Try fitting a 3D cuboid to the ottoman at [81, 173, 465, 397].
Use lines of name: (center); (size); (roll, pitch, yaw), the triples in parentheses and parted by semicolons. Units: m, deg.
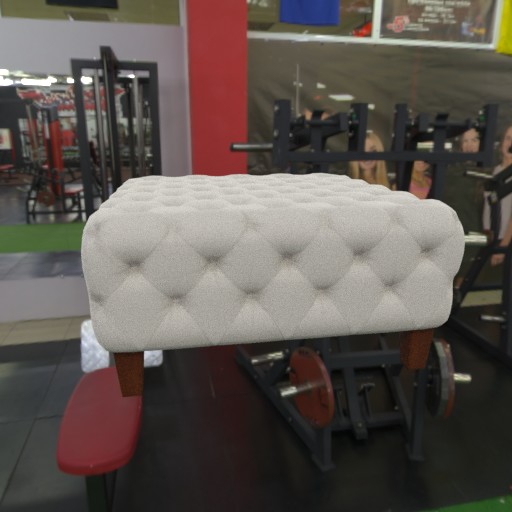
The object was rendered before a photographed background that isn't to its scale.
ottoman: (0.000, 0.000, 1.200); (0.753, 0.376, 0.755); (-3, 16, -9)
